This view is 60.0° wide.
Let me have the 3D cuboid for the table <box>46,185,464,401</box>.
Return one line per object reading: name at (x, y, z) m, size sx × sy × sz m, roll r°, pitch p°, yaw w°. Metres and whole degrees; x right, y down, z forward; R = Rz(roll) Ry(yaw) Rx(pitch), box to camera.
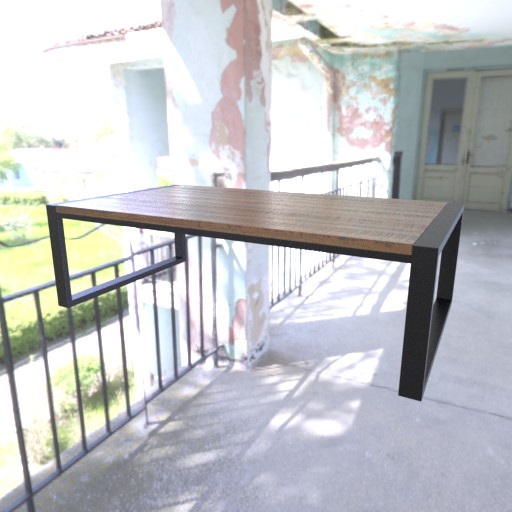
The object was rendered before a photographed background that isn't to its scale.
table at (0.000, 0.000, 1.687) m, size 1.350 × 0.400 × 0.750 m, roll 8°, pitch 17°, yaw 27°
